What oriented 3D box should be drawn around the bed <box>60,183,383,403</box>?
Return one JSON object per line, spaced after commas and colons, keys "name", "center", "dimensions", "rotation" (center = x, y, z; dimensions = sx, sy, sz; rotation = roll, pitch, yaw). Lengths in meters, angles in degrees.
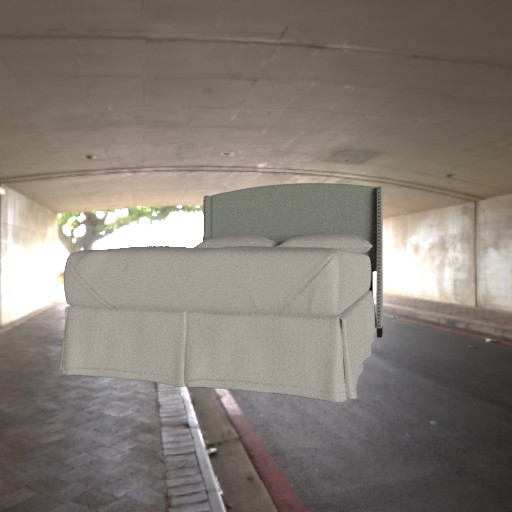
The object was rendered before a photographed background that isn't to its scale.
{"name": "bed", "center": [0.000, 0.000, 3.273], "dimensions": [1.710, 1.407, 2.237], "rotation": [0, -1, 18]}
